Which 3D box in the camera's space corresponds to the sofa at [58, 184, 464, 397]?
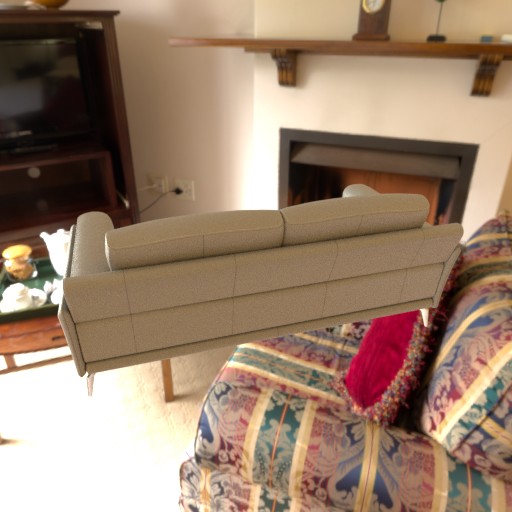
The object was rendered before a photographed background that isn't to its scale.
[{"bbox_3d":[0.000,0.000,2.650,2.101,0.930,1.049,-8,29,-15],"label":"sofa"}]
